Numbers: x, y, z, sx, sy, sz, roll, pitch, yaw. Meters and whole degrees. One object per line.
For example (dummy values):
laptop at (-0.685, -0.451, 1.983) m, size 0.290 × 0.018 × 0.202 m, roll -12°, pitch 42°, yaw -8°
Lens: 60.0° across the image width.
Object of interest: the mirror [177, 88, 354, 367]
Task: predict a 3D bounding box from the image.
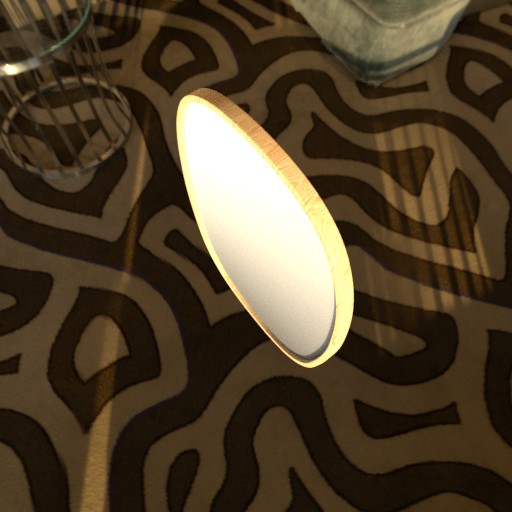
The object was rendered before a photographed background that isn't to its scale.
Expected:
mirror at (0.000, 0.000, 1.344) m, size 0.037 × 1.075 × 0.724 m, roll -35°, pitch 68°, yaw -16°
